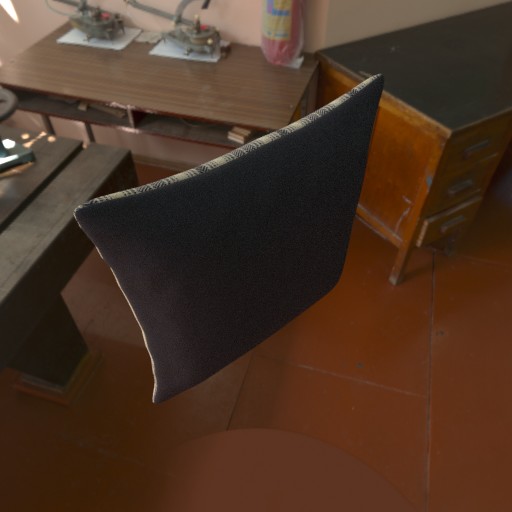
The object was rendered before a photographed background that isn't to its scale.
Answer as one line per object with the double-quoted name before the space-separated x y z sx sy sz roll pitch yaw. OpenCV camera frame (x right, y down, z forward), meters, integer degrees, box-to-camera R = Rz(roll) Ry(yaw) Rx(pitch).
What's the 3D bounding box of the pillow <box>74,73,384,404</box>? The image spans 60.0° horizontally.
"pillow" 0.000 0.000 0.780 0.520 0.508 0.166 -31 54 -26
